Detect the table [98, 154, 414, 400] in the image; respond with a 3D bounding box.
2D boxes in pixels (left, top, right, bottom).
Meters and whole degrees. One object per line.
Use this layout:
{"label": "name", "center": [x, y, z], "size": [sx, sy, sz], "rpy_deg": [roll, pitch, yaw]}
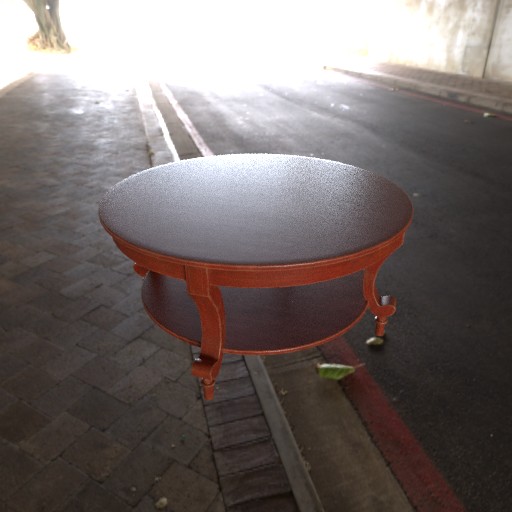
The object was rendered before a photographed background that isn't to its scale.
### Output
{"label": "table", "center": [0.000, 0.000, 1.620], "size": [1.029, 0.486, 1.029], "rpy_deg": [0, 28, 0]}
